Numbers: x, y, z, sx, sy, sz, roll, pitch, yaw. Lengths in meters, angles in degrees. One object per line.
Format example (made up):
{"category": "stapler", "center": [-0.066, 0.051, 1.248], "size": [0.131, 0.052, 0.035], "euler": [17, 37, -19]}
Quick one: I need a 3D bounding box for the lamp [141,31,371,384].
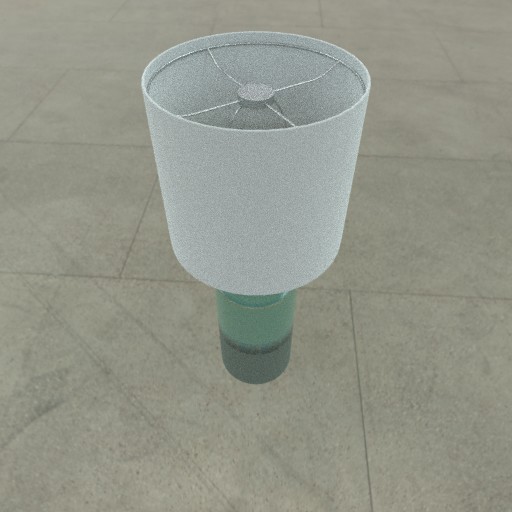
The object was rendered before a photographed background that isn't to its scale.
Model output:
{"category": "lamp", "center": [0.000, 0.000, 0.591], "size": [0.212, 0.493, 0.212], "euler": [-24, 50, -21]}
